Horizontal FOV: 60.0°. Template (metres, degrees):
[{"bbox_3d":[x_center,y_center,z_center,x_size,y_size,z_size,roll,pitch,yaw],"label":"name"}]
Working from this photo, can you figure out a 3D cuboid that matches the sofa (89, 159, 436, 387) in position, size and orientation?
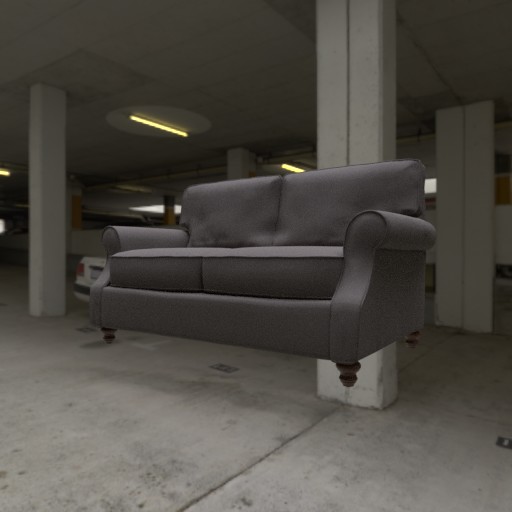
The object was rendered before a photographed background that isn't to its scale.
[{"bbox_3d":[0.000,0.000,2.308,1.665,0.937,0.964,0,0,35],"label":"sofa"}]
